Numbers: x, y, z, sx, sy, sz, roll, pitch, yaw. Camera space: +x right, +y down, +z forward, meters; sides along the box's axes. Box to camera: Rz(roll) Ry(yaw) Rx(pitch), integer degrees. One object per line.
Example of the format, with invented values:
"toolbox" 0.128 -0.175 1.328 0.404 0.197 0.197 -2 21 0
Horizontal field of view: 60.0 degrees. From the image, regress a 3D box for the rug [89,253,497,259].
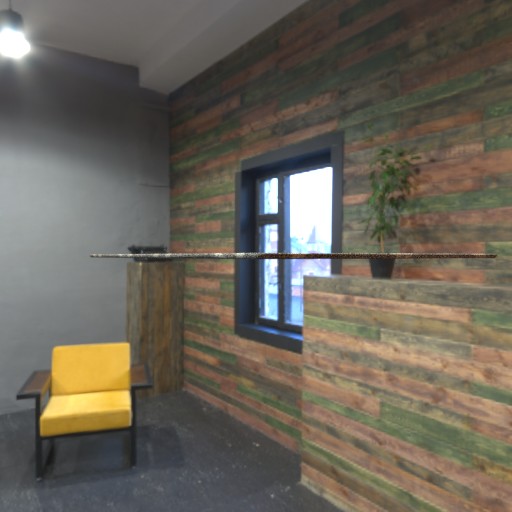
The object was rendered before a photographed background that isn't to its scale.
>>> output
"rug" 0.000 0.000 3.356 1.801 0.026 2.701 0 0 -34
